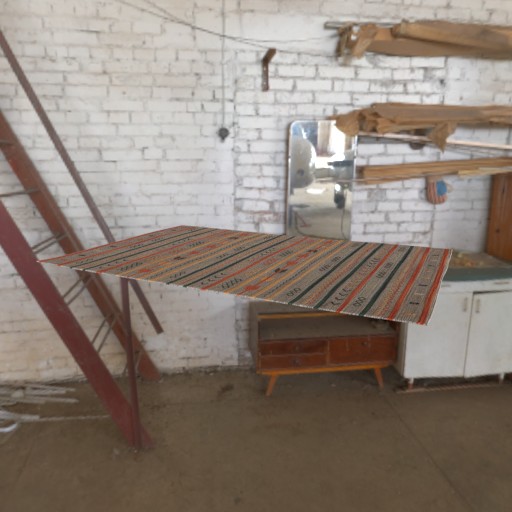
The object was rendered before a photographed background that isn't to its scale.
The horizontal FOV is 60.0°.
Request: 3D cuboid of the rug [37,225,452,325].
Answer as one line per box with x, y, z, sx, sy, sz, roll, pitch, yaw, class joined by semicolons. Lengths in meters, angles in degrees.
0.000;0.000;2.330;1.835;0.017;1.220;7;15;26;rug
